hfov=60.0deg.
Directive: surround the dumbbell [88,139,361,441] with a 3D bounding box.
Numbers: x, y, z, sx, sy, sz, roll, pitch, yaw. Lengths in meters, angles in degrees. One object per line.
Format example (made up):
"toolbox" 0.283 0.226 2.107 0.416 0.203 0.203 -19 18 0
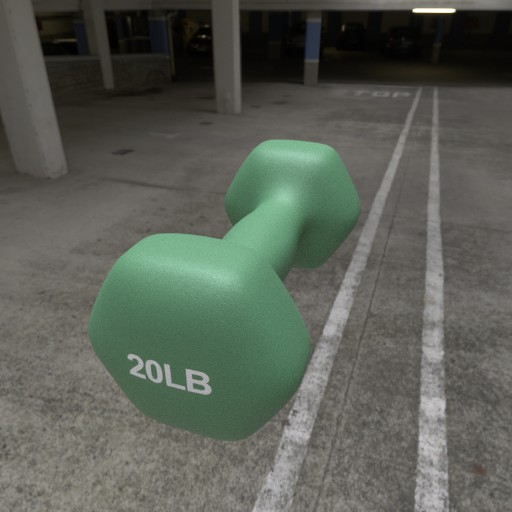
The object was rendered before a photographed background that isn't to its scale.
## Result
"dumbbell" 0.000 0.000 0.324 0.126 0.114 0.257 10 31 17
